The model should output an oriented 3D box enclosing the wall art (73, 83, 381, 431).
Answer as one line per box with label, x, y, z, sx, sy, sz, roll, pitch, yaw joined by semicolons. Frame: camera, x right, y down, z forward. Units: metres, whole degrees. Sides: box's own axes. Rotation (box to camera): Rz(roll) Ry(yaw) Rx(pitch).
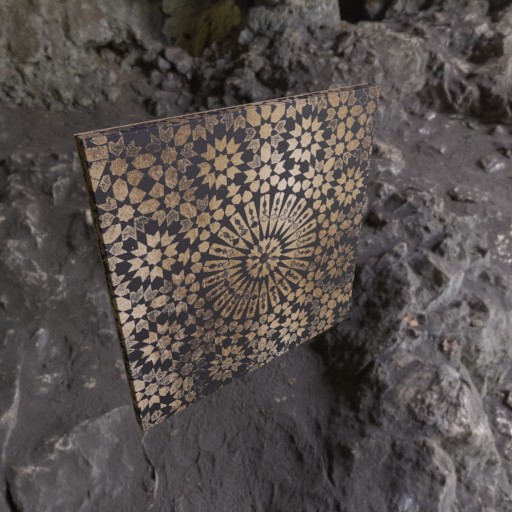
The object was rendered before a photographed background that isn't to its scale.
wall art;0.000;0.000;0.924;0.612;0.612;0.038;-22;38;-31
